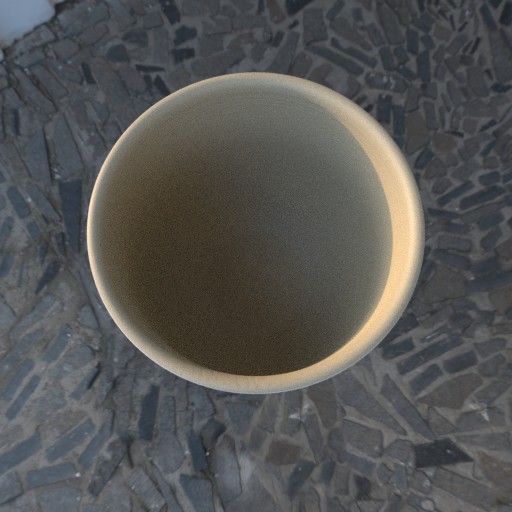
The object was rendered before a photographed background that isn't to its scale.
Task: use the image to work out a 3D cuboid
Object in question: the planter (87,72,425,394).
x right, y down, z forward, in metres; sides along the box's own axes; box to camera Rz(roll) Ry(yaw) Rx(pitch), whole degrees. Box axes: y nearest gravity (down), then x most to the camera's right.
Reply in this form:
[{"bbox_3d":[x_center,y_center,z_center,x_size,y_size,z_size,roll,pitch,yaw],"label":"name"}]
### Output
[{"bbox_3d":[0.000,0.000,0.363,0.208,0.190,0.208,0,75,0],"label":"planter"}]
